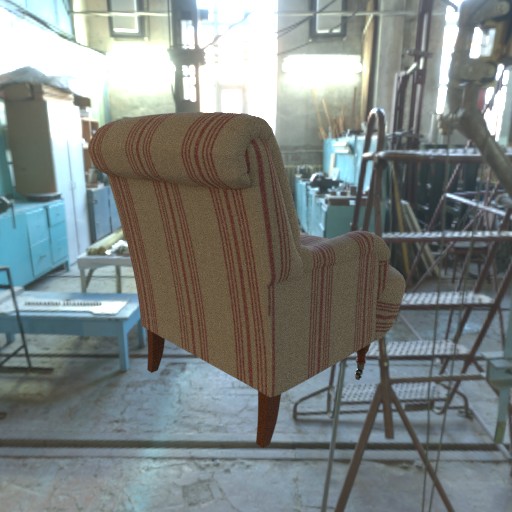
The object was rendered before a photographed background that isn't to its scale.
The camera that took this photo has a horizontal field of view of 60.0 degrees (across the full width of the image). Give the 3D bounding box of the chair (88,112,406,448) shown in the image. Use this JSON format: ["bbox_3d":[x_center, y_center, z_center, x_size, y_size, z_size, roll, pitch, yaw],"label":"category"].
[{"bbox_3d":[0.000,0.000,1.883,1.058,1.123,0.933,-14,20,-43],"label":"chair"}]
